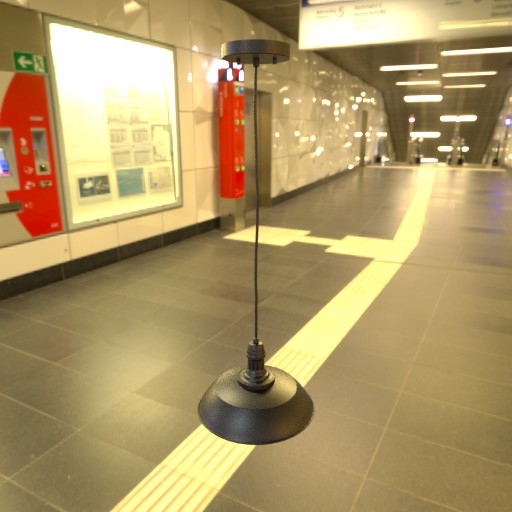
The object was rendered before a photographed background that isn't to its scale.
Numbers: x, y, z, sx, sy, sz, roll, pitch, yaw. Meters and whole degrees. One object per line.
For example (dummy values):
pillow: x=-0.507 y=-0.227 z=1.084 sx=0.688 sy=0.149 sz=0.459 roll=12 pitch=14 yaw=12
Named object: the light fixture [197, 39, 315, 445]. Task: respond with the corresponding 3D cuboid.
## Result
light fixture: x=0.000 y=0.000 z=1.144 sx=0.331 sy=0.993 sz=0.331 roll=3 pitch=16 yaw=9
